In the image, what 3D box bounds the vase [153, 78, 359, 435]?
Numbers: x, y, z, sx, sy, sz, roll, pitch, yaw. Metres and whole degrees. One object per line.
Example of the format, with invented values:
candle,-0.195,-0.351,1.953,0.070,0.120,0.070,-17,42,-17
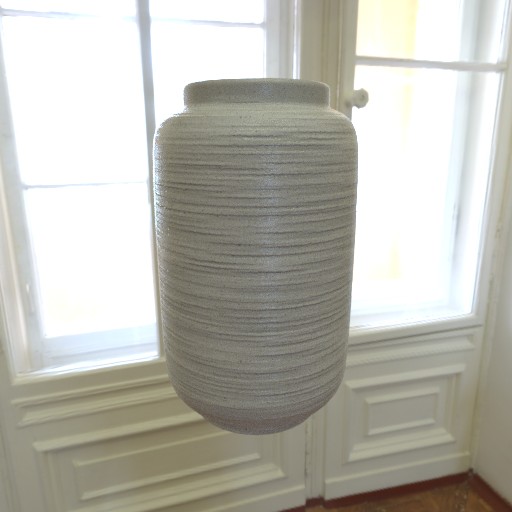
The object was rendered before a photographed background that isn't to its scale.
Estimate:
vase,0.000,0.000,0.466,0.202,0.335,0.202,0,16,0
